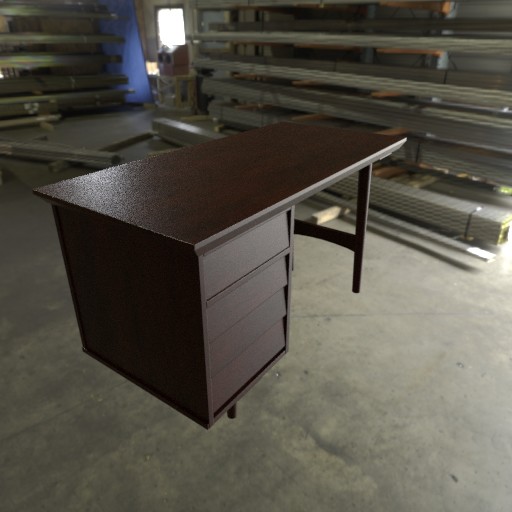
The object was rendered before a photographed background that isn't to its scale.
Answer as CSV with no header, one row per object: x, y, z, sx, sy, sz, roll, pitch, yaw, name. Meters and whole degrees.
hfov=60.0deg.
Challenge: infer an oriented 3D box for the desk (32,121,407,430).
0.000,0.000,1.704,0.612,0.758,1.277,18,32,32,desk
